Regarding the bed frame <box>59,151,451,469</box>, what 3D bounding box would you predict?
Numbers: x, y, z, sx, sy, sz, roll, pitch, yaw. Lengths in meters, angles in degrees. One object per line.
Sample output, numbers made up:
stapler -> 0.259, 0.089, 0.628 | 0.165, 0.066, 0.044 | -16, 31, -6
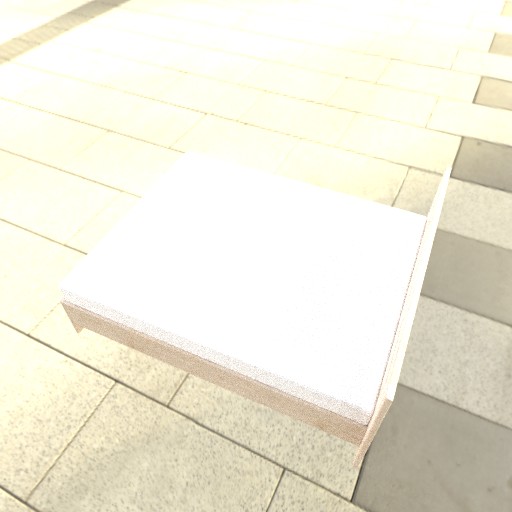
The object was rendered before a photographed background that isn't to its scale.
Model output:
bed frame -> 0.000, 0.000, 3.053 | 2.080, 0.900, 1.800 | 18, 50, 16
